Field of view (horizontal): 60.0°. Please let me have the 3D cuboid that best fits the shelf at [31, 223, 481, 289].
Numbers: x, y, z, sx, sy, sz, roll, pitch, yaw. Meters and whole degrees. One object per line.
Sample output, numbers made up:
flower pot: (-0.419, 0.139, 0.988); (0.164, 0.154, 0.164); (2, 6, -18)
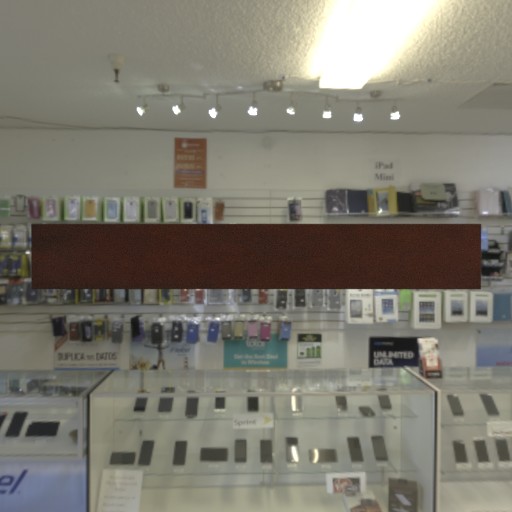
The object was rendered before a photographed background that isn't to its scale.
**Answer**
shelf: (0.000, 0.000, 0.673); (0.607, 0.088, 0.152); (0, 1, 0)
